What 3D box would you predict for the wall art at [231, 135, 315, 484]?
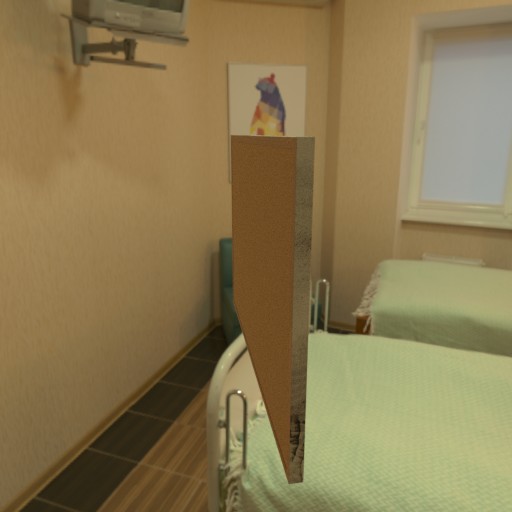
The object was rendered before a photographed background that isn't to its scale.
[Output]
[{"bbox_3d":[0.000,0.000,1.446,0.035,0.758,1.141,-2,16,-9],"label":"wall art"}]
